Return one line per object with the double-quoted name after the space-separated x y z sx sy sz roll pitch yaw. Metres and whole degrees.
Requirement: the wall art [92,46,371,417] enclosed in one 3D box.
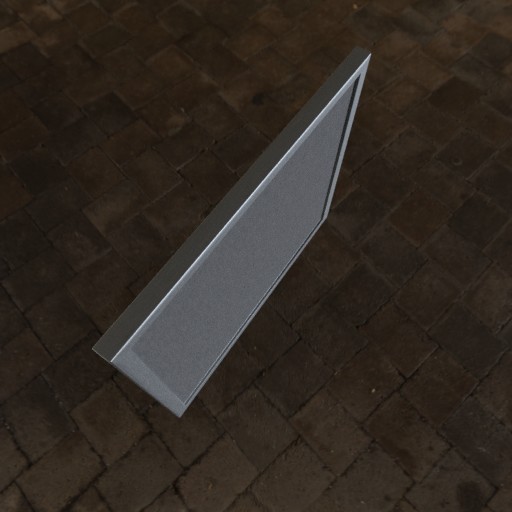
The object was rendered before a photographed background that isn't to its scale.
0.000 0.000 0.757 0.028 0.457 0.556 32 68 15 "wall art"
